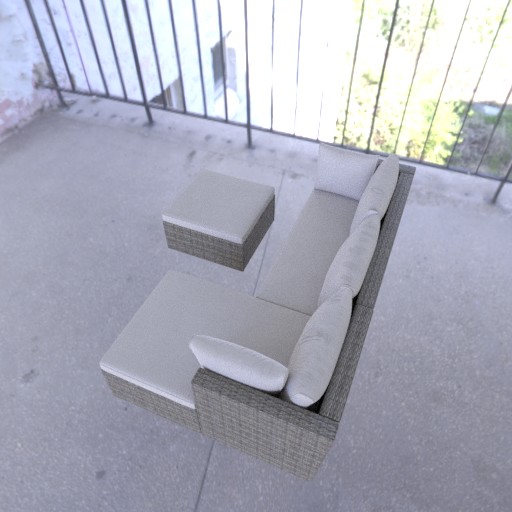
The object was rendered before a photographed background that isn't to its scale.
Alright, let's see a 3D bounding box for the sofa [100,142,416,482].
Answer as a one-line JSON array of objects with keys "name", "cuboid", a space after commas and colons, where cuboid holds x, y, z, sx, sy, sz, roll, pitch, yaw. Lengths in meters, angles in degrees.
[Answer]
[{"name": "sofa", "cuboid": [0.000, 0.000, 2.992, 1.662, 0.766, 2.192, 17, 49, 16]}]
